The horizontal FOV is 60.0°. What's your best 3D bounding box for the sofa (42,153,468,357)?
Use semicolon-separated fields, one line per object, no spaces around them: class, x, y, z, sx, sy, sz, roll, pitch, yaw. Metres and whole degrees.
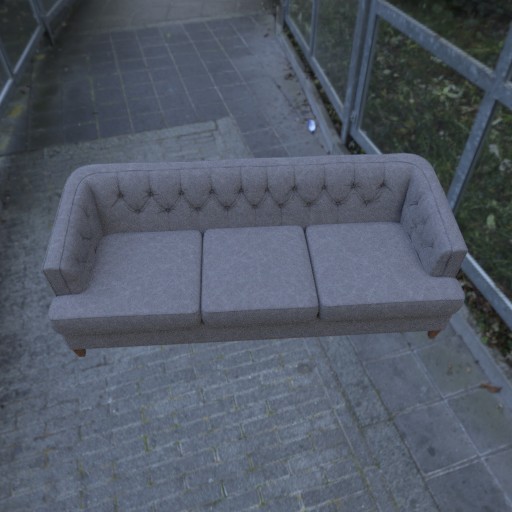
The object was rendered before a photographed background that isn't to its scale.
sofa;0.000;0.000;2.680;2.247;0.806;0.917;-3;46;-2
